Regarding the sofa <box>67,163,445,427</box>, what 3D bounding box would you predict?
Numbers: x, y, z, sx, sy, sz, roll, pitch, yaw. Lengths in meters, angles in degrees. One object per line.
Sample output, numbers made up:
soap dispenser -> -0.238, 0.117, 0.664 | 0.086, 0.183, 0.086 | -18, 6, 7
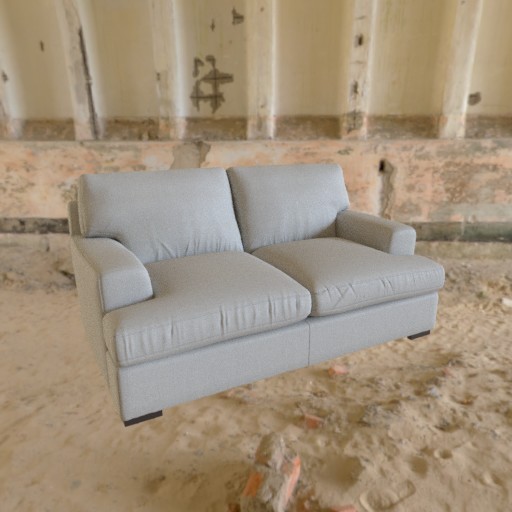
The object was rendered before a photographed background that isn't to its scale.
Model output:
sofa -> 0.000, 0.000, 2.508 | 1.880, 0.940, 1.143 | -9, 18, -27
